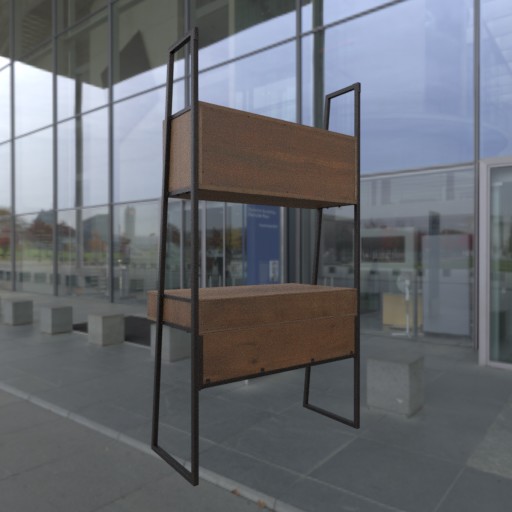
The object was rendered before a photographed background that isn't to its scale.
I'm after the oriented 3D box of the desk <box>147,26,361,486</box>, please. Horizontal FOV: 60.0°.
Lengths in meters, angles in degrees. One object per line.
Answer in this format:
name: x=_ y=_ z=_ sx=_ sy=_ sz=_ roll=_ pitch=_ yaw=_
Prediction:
desk: x=0.000 y=0.000 z=2.232 sx=0.982 sy=1.809 sz=0.515 roll=0 pitch=1 yaw=-36
